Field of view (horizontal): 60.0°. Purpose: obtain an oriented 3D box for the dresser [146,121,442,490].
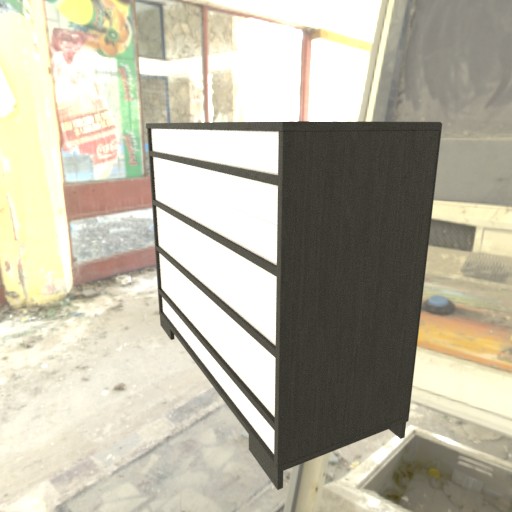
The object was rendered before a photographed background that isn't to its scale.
[{"bbox_3d":[0.000,0.000,1.417,0.404,0.816,0.994,-8,18,-26],"label":"dresser"}]
